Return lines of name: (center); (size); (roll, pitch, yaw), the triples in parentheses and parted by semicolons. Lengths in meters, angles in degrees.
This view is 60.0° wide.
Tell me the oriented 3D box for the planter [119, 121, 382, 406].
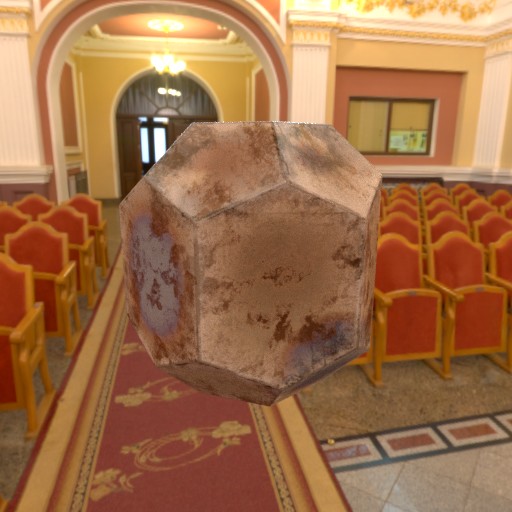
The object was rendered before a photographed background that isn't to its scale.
planter: (0.000, 0.000, 0.420); (0.243, 0.238, 0.221); (-2, 14, -10)
